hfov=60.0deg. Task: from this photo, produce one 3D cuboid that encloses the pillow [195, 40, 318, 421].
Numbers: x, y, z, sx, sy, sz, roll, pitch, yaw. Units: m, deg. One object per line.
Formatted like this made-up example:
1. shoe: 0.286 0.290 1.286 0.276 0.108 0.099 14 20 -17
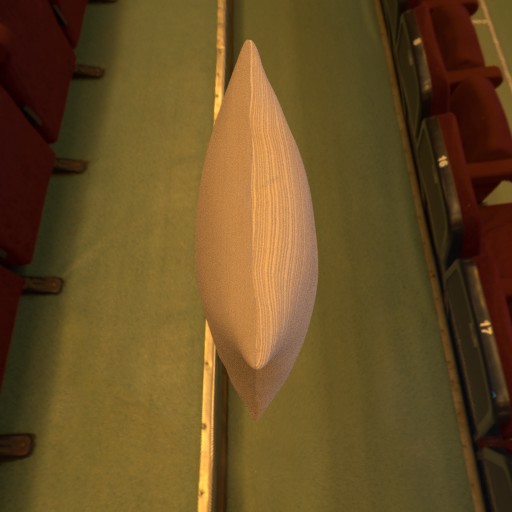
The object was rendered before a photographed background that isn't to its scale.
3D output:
1. pillow: 0.000 0.000 0.794 0.204 0.497 0.512 -1 64 0
